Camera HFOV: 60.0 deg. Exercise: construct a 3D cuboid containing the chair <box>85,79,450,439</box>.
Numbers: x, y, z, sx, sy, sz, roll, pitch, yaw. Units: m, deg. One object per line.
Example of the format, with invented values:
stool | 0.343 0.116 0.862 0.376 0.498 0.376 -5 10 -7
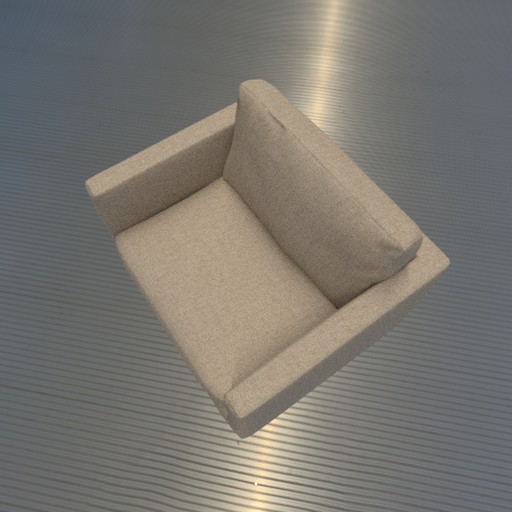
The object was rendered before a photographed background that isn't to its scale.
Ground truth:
chair | 0.000 0.000 1.878 0.959 0.961 1.107 -32 67 -15
